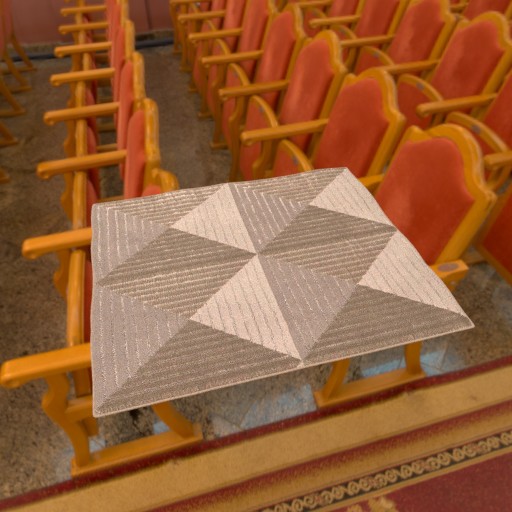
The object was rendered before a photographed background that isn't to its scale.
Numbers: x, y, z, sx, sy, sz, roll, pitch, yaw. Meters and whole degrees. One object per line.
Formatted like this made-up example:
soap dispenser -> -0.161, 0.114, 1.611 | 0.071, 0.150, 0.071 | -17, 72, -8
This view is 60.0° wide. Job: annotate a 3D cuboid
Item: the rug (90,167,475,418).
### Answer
rug -> 0.000, 0.000, 0.894 | 0.642, 0.008, 0.551 | -10, 43, -11
